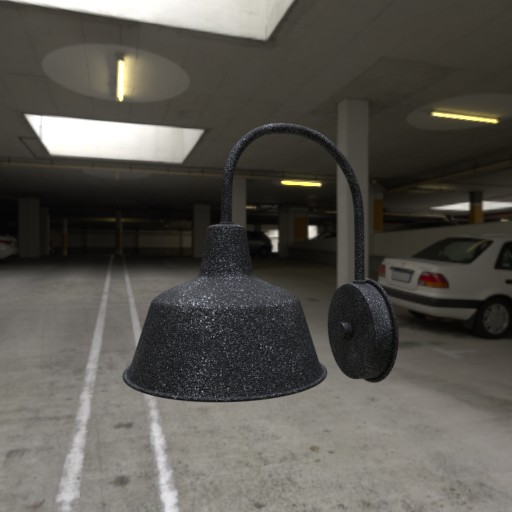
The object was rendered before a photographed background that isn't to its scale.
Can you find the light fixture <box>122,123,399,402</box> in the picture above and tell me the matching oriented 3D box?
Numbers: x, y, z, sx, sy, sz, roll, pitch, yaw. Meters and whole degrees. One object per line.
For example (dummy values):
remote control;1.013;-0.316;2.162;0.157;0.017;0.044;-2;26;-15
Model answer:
light fixture;0.000;0.000;0.491;0.283;0.300;0.216;0;0;-18
